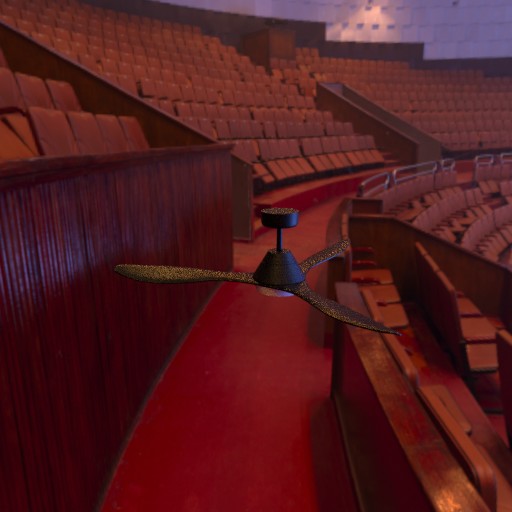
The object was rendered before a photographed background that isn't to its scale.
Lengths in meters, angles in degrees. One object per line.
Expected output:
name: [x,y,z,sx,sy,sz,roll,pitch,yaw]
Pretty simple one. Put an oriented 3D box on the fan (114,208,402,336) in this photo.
fan: [0.000,0.000,1.603,1.067,0.305,1.067,-2,16,-8]
